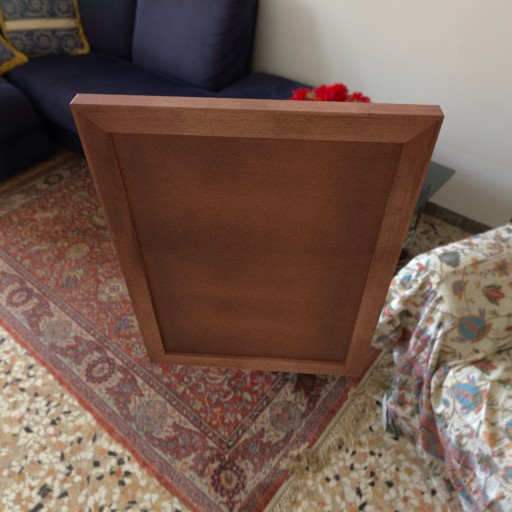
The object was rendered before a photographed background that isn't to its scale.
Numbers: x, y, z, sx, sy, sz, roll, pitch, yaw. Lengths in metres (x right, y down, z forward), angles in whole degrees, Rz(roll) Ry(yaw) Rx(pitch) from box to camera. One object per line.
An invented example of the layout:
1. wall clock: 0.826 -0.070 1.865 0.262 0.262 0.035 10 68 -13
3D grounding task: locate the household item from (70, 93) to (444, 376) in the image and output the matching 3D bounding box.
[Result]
1. household item: 0.000 0.000 0.532 0.310 0.407 0.067 3 45 3
